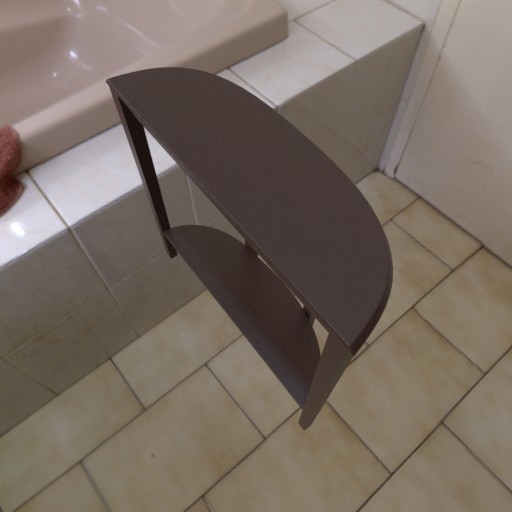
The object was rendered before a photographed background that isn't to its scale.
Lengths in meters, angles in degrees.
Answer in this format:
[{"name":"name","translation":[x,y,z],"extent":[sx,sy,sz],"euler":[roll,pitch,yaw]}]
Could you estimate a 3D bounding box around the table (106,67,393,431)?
[{"name":"table","translation":[0.000,0.000,1.327],"extent":[0.274,0.831,0.909],"euler":[-33,64,-18]}]
